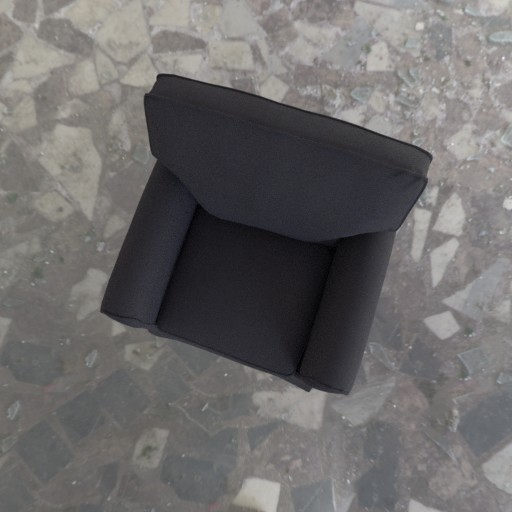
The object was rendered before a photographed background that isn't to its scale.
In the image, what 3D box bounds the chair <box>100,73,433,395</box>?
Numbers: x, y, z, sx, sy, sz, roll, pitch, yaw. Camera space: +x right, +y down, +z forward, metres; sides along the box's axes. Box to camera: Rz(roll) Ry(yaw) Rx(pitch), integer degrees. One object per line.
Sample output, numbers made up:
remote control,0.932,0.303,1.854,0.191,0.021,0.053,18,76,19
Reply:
chair,0.000,0.000,1.962,1.119,1.140,1.002,18,78,4
